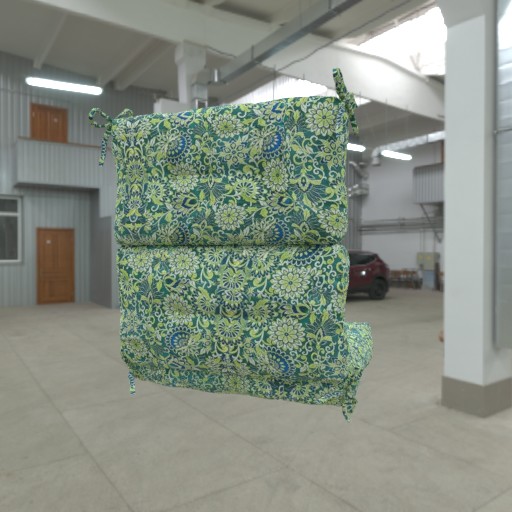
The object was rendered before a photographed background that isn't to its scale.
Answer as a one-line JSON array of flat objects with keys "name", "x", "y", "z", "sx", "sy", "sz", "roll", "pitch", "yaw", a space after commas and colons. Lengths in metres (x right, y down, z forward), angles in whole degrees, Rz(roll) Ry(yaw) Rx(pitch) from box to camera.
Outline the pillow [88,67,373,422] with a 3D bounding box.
[{"name": "pillow", "x": 0.000, "y": 0.000, "z": 1.028, "sx": 0.519, "sy": 0.605, "sz": 0.571, "roll": 0, "pitch": 1, "yaw": 19}]
